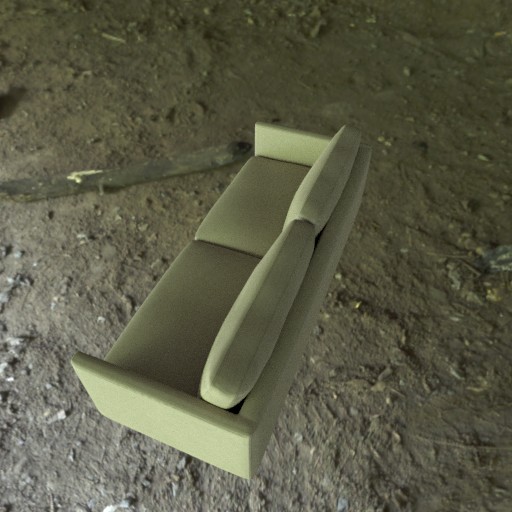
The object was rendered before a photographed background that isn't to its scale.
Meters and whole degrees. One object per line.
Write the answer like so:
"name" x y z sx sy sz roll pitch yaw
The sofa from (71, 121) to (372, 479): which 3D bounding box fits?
"sofa" 0.000 0.000 2.903 0.988 0.912 2.404 17 49 15
